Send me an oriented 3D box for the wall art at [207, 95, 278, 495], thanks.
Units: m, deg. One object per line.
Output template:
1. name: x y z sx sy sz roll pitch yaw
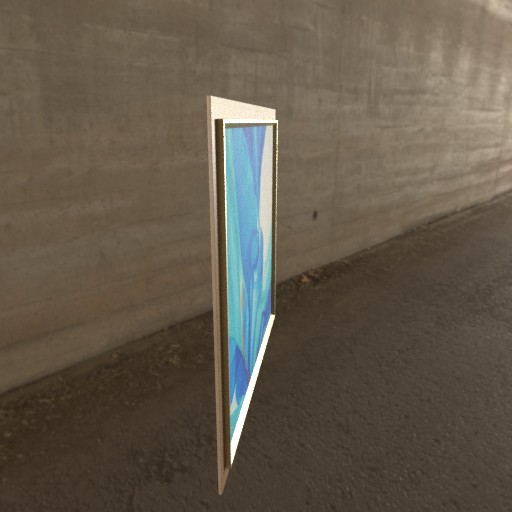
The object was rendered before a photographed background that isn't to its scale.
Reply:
1. wall art: 0.000 0.000 1.653 0.025 1.067 1.168 3 17 9
